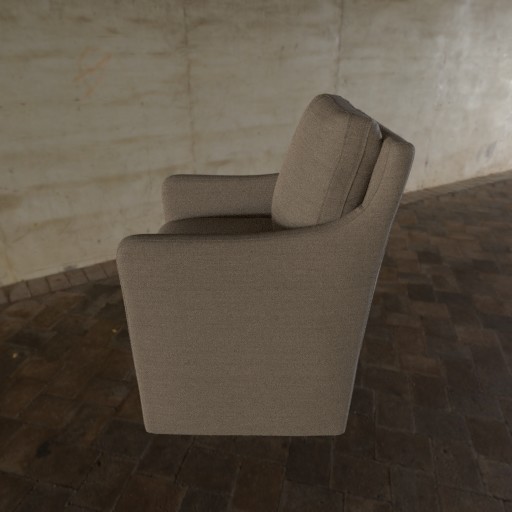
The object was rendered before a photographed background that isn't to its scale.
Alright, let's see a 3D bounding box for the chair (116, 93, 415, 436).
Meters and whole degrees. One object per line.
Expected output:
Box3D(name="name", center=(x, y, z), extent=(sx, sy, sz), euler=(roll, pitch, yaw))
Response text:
Box3D(name="chair", center=(0.000, 0.000, 1.376), extent=(0.694, 0.914, 0.626), euler=(0, 25, 1))
